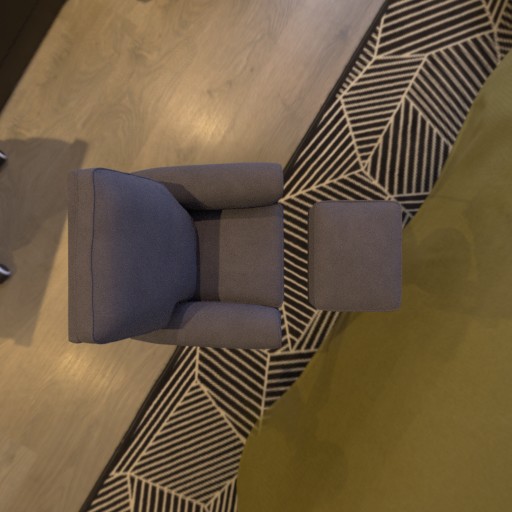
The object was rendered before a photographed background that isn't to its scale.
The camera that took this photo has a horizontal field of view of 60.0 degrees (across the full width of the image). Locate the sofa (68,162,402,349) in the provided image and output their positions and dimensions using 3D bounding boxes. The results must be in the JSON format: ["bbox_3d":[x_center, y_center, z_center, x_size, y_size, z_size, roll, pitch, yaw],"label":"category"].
[{"bbox_3d":[0.000,0.000,2.087,1.478,0.959,0.880,0,91,-1],"label":"sofa"}]
